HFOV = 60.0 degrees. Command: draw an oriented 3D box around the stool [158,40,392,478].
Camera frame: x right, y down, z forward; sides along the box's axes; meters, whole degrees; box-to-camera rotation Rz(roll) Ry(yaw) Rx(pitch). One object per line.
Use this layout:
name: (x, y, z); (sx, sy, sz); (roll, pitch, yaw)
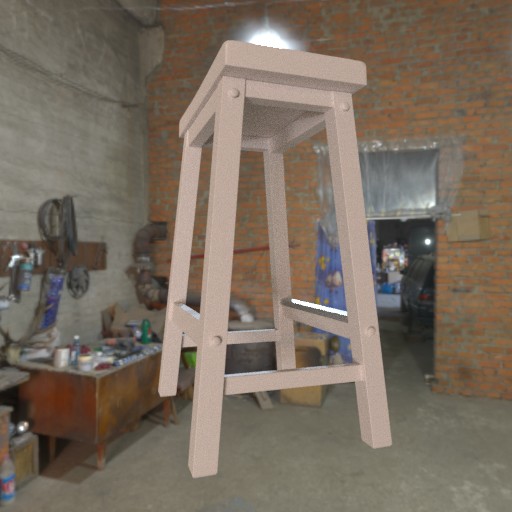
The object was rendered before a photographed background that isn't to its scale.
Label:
stool: (0.000, 0.000, 0.849); (0.322, 0.610, 0.406); (0, 0, -19)
